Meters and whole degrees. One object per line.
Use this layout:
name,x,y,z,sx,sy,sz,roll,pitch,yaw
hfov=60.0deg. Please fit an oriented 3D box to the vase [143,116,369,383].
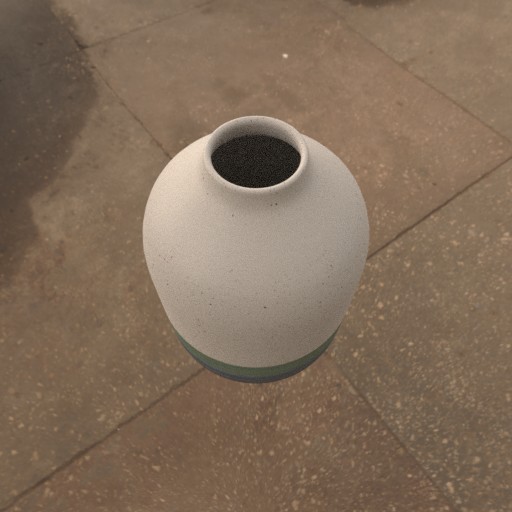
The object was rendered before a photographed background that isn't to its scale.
vase,0.000,0.000,0.367,0.169,0.240,0.169,0,59,0
